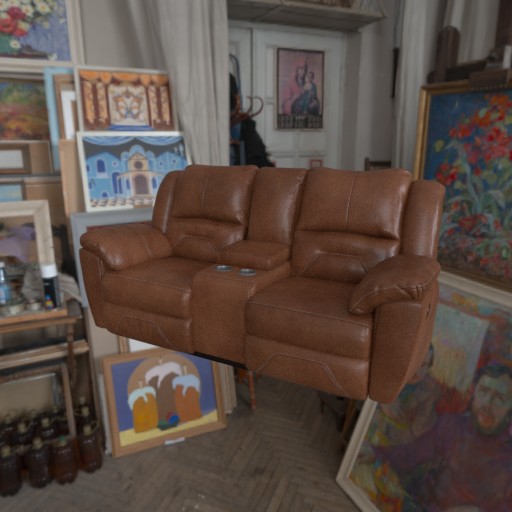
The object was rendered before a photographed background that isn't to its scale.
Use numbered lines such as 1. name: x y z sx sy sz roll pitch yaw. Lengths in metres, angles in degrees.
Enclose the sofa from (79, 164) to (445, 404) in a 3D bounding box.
1. sofa: 0.000 0.000 2.676 2.058 1.043 0.991 8 16 27
